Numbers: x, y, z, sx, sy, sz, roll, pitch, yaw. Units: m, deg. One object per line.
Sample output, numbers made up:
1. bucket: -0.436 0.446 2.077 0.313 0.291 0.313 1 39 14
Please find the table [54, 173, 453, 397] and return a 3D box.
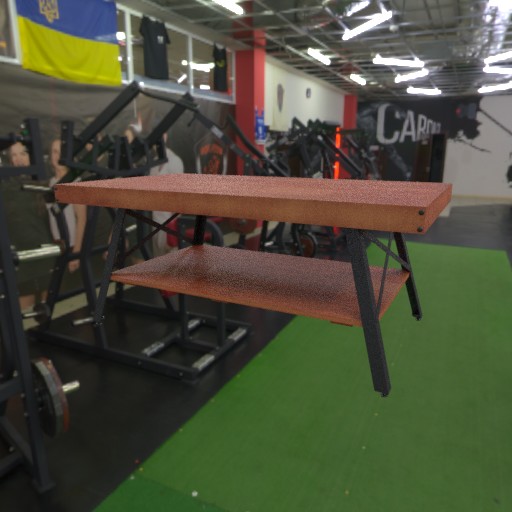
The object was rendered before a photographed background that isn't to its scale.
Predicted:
1. table: 0.000 0.000 1.419 1.067 0.457 0.610 7 16 27
